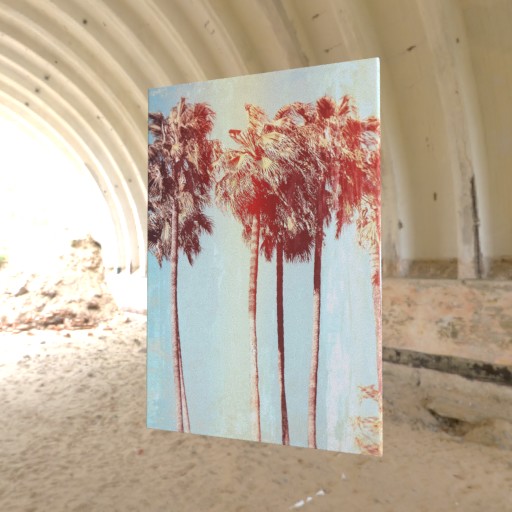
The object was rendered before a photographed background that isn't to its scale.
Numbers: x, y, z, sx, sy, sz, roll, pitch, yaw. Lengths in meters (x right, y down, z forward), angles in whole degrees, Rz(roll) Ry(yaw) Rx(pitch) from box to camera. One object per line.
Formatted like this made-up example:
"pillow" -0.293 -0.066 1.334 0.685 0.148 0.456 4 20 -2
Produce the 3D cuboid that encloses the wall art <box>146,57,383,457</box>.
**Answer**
"wall art" 0.000 0.000 1.116 0.605 0.915 0.037 0 -2 17
